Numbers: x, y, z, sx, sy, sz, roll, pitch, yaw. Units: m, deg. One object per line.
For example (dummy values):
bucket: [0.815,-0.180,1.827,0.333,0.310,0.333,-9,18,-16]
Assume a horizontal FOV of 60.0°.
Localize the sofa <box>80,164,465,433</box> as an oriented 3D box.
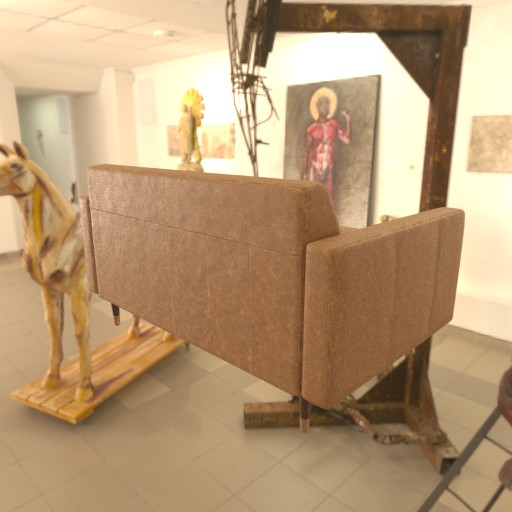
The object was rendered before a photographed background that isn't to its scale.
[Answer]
sofa: [0.000,0.000,2.058,1.549,0.820,0.960,14,21,43]
